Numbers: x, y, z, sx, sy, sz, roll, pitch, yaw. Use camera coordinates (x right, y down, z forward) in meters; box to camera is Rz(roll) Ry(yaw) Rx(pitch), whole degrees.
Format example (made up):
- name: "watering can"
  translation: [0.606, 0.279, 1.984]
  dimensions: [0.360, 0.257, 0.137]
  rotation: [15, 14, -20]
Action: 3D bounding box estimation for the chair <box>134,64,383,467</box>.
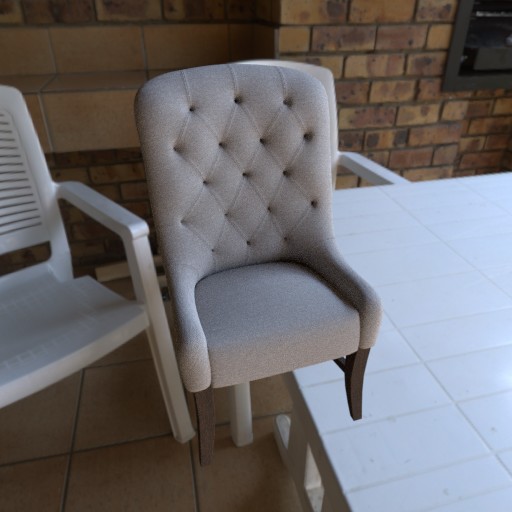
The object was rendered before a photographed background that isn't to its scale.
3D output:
- name: "chair"
  translation: [0.000, 0.000, 1.448]
  dimensions: [0.634, 1.091, 0.629]
  rotation: [-10, 32, -16]
